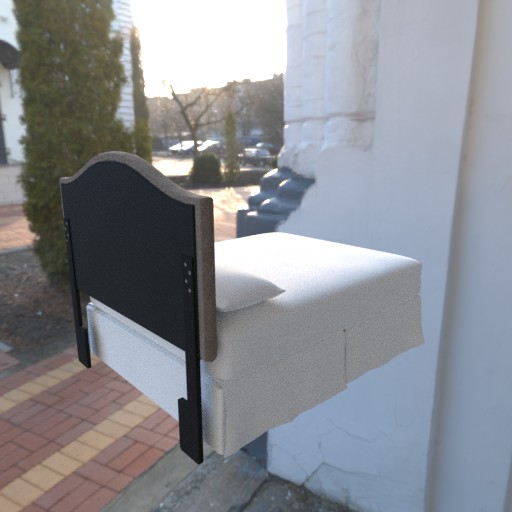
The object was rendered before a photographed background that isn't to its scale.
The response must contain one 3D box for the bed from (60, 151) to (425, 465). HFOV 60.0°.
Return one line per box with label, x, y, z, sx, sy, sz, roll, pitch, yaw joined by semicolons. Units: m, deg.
bed;0.000;0.000;3.260;2.153;1.518;1.713;-13;19;-41
